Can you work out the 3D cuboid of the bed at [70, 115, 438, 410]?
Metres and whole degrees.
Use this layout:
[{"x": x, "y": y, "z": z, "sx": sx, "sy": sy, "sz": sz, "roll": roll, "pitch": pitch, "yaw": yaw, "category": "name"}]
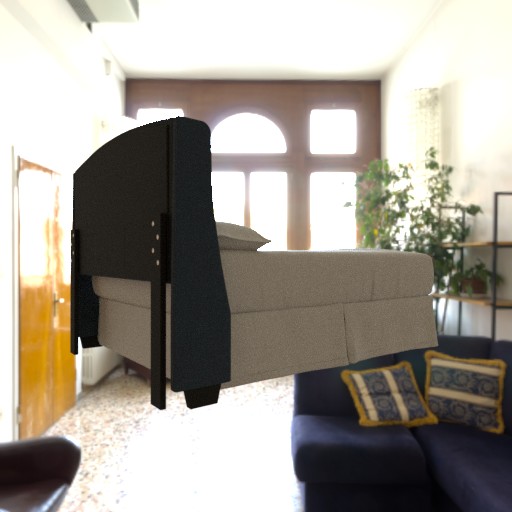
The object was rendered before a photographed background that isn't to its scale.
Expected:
[{"x": 0.000, "y": 0.000, "z": 3.294, "sx": 2.237, "sy": 1.407, "sz": 1.710, "roll": 0, "pitch": 0, "yaw": -37, "category": "bed"}]
